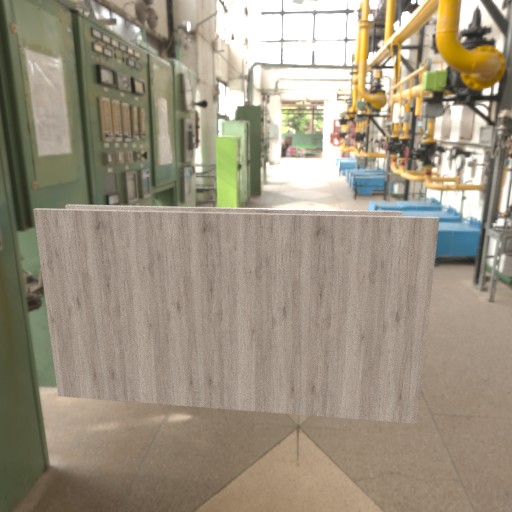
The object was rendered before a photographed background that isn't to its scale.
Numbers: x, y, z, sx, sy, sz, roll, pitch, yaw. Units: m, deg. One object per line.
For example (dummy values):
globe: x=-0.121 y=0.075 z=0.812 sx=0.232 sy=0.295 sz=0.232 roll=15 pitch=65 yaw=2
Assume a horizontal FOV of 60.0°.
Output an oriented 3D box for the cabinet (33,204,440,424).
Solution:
cabinet: x=0.000 y=0.000 z=3.002 sx=1.750 sy=0.970 sz=2.080 roll=2 pitch=15 yaw=7
